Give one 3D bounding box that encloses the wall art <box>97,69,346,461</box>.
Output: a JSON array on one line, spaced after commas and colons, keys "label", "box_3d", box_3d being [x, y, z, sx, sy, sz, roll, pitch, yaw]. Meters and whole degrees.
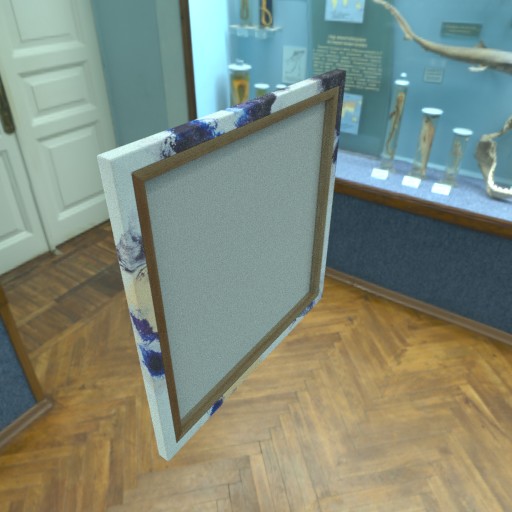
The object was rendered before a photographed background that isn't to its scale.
[{"label": "wall art", "box_3d": [0.000, 0.000, 1.295, 0.038, 0.885, 0.887, 22, 40, 29]}]
